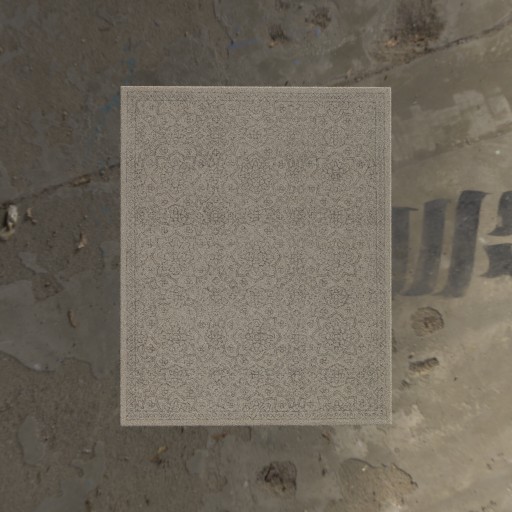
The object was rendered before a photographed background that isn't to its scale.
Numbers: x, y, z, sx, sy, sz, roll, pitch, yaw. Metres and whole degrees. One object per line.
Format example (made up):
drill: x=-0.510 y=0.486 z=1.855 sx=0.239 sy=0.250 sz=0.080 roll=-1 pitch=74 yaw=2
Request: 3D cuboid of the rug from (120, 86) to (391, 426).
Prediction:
rug: x=0.000 y=0.000 z=3.991 sx=2.441 sy=0.015 sz=3.050 roll=0 pitch=90 yaw=-1
